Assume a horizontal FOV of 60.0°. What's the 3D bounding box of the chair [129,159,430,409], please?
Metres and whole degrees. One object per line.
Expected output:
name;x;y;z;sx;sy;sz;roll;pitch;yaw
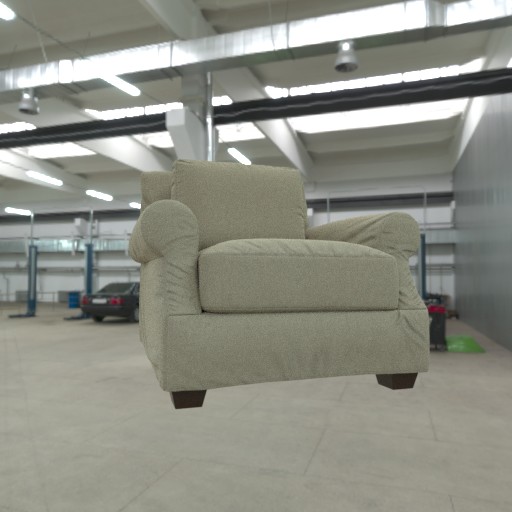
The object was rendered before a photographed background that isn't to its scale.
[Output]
chair;0.000;0.000;1.738;0.940;0.866;1.066;1;-3;-18
